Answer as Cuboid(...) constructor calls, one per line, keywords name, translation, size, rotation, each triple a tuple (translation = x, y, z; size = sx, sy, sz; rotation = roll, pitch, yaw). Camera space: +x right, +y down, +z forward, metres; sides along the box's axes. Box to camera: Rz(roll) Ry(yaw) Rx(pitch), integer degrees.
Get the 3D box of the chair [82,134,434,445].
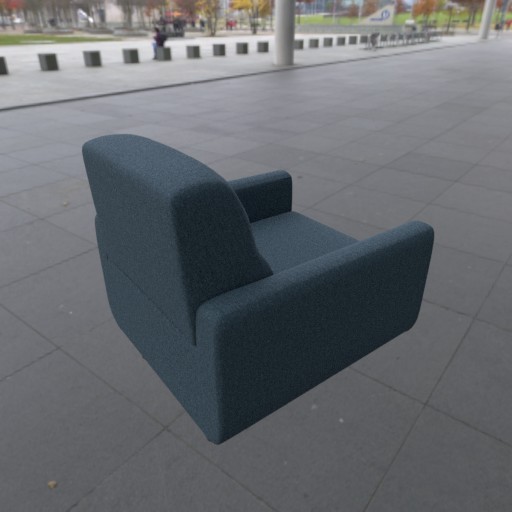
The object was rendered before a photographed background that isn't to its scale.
Cuboid(name="chair", translation=(0.000, 0.000, 1.680), size=(0.964, 0.940, 0.880), rotation=(-20, 34, -32))
